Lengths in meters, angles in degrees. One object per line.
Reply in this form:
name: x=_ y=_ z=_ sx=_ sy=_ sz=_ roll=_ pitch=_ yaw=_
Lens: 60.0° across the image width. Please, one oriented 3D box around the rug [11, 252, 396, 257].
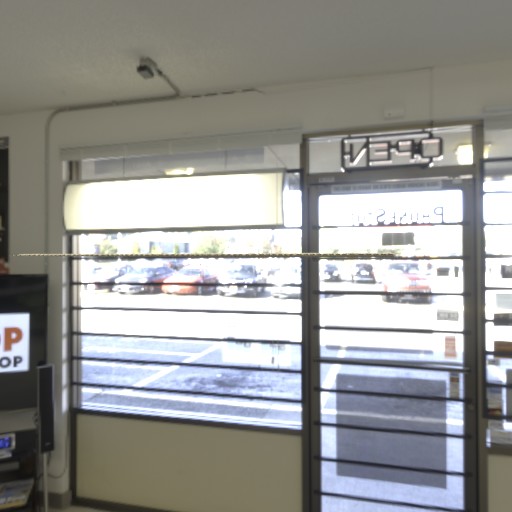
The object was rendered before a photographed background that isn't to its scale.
rug: x=0.000 y=0.000 z=3.756 sx=2.256 sy=0.013 sz=2.910 roll=0 pitch=0 yaw=18
